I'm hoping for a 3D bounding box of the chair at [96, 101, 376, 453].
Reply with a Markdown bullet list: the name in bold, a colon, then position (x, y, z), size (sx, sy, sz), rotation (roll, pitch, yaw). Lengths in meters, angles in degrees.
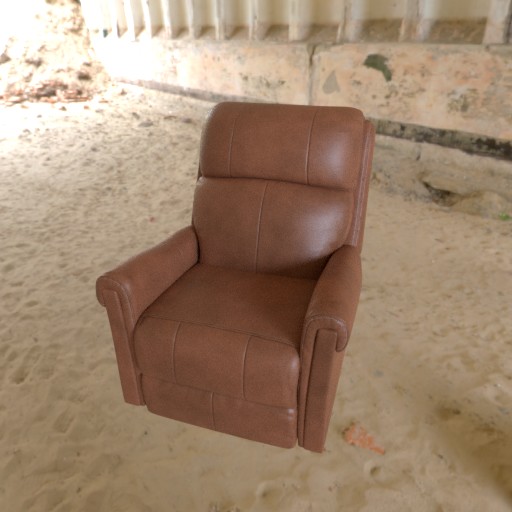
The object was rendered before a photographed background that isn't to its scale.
- **chair**: position (0.000, 0.000, 1.750), size (0.838, 1.054, 1.014), rotation (8, 28, 16)
